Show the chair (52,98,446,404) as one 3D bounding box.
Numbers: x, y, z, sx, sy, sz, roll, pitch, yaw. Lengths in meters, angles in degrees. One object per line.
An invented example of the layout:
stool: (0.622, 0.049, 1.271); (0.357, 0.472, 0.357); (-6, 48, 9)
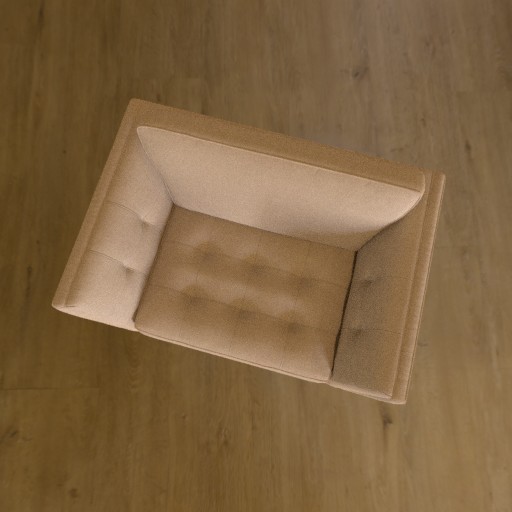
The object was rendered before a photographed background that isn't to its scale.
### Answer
chair: (0.000, 0.000, 2.069); (1.397, 0.940, 0.965); (15, 77, 4)
